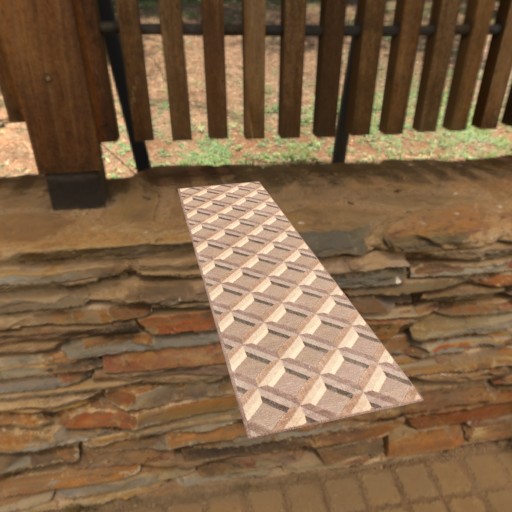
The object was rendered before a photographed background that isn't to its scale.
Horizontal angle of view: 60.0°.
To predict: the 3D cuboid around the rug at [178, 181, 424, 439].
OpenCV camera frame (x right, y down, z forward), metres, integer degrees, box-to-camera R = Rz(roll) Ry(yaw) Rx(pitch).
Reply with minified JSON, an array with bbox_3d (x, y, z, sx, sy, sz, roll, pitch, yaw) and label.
[{"bbox_3d":[0.000,0.000,2.616,0.685,0.013,2.437,-7,30,-12],"label":"rug"}]
